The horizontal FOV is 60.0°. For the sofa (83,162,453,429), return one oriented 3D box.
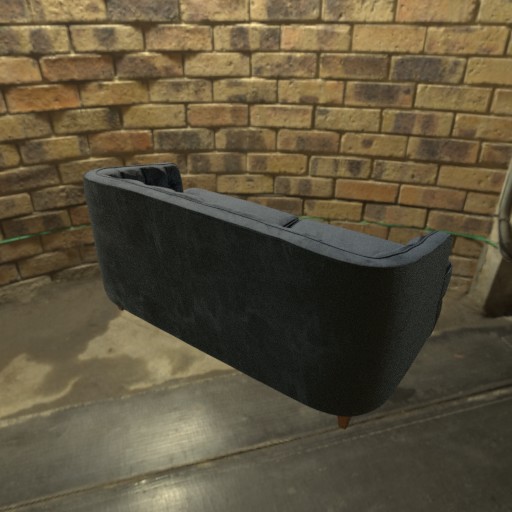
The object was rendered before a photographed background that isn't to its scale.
[{"bbox_3d":[0.000,0.000,2.271,1.733,0.854,0.941,20,35,31],"label":"sofa"}]
